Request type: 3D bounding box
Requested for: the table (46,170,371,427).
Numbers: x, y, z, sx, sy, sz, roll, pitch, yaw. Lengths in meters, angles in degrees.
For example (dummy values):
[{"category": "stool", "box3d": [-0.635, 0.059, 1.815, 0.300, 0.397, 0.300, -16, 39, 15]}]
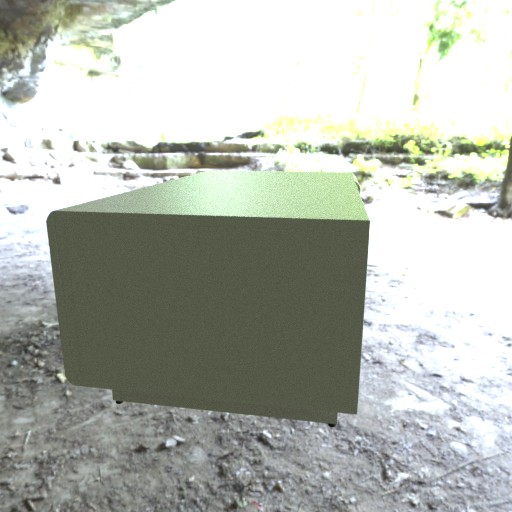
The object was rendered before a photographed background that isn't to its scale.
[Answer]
[{"category": "table", "box3d": [0.000, 0.000, 1.382, 0.639, 0.442, 1.097, 3, 15, 10]}]
